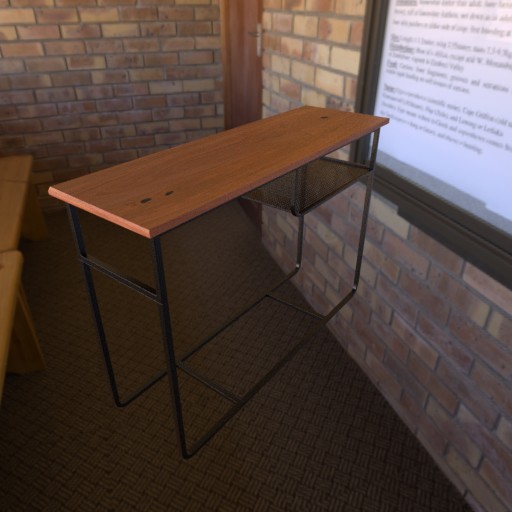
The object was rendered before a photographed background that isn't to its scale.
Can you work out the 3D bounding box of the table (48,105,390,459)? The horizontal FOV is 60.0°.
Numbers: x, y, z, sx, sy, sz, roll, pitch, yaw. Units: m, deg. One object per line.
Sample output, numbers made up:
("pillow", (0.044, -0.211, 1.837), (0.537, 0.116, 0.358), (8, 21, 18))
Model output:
("table", (0.000, 0.000, 1.481), (0.350, 0.750, 1.100), (21, 37, 32))
